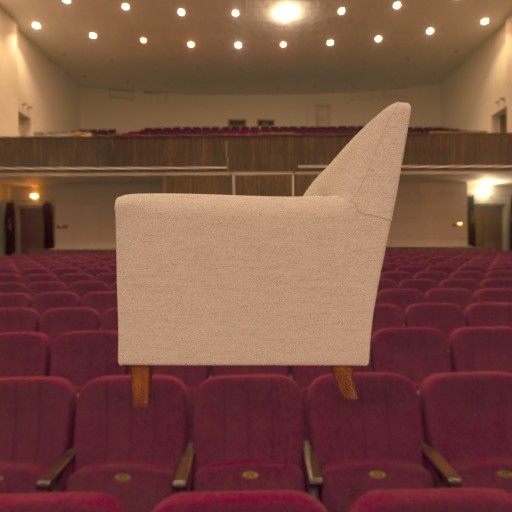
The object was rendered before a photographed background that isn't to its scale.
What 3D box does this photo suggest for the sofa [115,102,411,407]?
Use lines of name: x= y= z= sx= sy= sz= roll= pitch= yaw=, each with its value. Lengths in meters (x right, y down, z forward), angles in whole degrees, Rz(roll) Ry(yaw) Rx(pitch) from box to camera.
sofa: x=0.000 y=0.000 z=1.994 sx=0.891 sy=0.892 sz=1.482 roll=0 pitch=0 yaw=0
